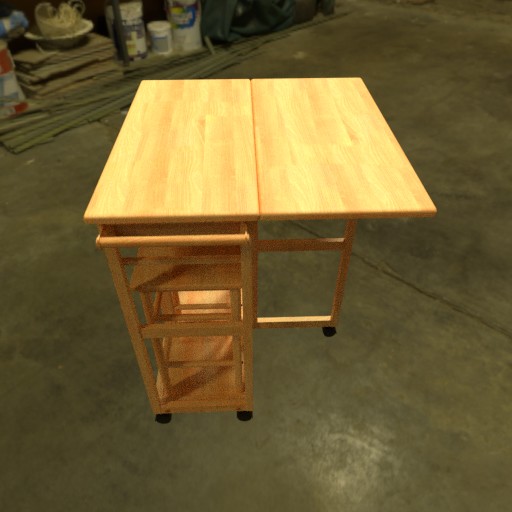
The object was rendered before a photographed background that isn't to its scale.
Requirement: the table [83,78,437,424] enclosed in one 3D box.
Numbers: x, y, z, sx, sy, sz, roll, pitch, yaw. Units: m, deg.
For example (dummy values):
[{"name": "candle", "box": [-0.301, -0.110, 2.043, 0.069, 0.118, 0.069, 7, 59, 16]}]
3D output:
[{"name": "table", "box": [0.000, 0.000, 1.393, 0.693, 0.832, 0.752, -1, 42, -1]}]
